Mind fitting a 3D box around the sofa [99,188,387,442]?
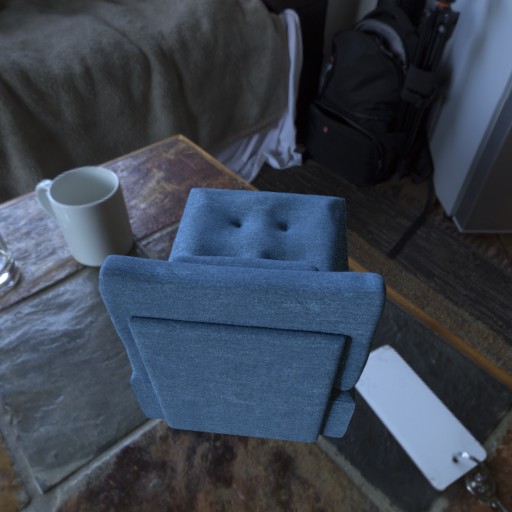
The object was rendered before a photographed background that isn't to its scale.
[{"bbox_3d":[0.000,0.000,1.575,0.700,0.820,1.000,4,47,4],"label":"sofa"}]
